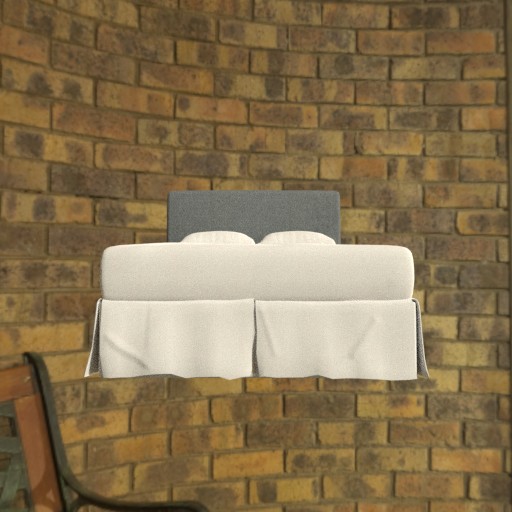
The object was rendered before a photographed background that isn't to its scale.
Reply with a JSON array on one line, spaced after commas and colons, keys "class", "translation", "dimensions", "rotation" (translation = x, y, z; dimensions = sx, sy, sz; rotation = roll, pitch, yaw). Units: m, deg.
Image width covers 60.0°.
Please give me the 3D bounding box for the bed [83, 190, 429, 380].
[{"class": "bed", "translation": [0.000, 0.000, 3.236], "dimensions": [1.723, 1.330, 2.142], "rotation": [0, -2, 0]}]
